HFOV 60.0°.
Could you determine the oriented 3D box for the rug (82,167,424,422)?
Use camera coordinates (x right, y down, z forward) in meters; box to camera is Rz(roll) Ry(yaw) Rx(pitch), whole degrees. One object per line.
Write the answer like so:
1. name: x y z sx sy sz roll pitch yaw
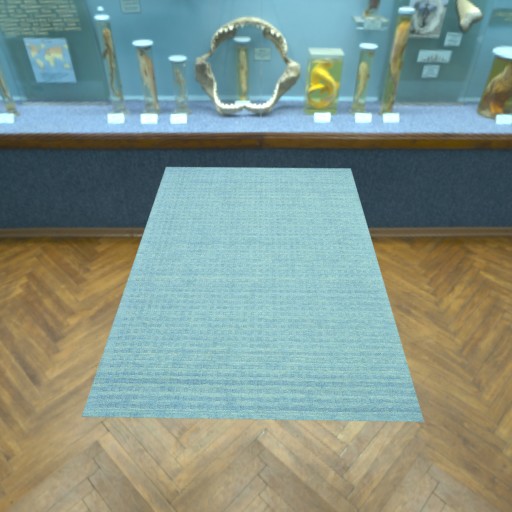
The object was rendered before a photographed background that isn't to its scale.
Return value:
1. rug: 0.000 0.000 3.662 1.982 0.006 2.895 1 41 1
